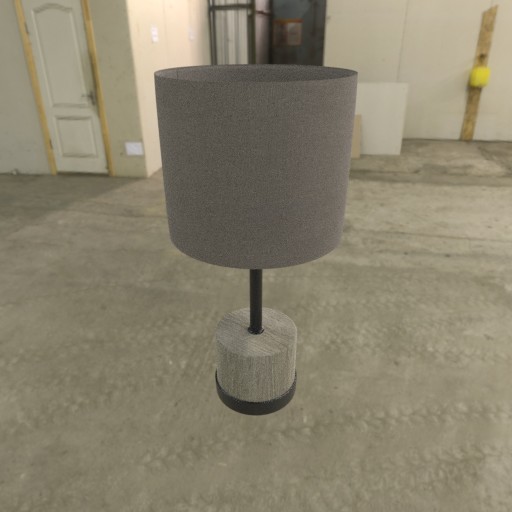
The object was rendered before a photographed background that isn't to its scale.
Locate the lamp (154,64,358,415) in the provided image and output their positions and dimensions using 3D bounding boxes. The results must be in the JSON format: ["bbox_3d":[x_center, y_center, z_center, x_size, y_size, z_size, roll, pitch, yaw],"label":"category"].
[{"bbox_3d":[0.000,0.000,0.609,0.229,0.470,0.229,20,33,33],"label":"lamp"}]
